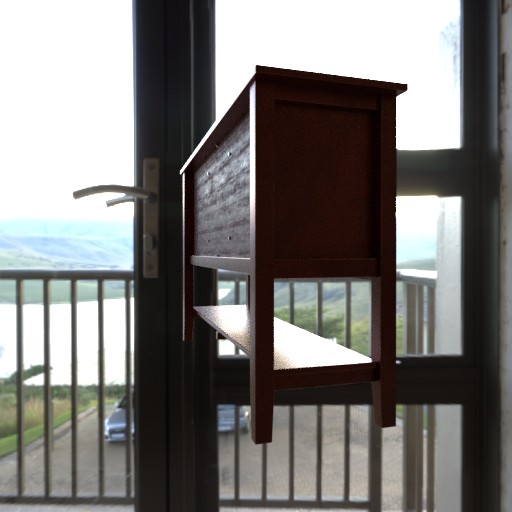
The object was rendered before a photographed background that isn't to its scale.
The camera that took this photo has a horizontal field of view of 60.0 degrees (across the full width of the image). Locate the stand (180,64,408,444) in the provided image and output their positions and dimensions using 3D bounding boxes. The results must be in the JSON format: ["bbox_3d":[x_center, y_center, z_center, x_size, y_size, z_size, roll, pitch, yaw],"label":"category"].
[{"bbox_3d":[0.000,0.000,1.706,0.410,0.872,1.362,0,0,-17],"label":"stand"}]
